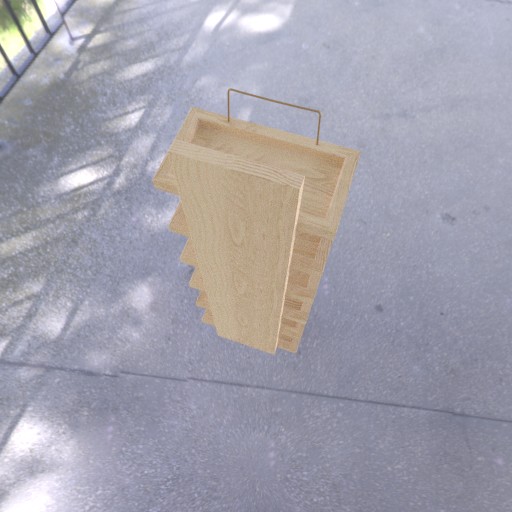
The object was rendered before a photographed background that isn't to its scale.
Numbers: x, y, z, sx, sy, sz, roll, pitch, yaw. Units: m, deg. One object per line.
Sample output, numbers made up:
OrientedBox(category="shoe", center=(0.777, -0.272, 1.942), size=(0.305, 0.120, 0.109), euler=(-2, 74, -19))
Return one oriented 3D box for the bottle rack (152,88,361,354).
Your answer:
OrientedBox(category="bottle rack", center=(0.000, 0.000, 1.088), size=(0.330, 0.943, 0.206), euler=(17, 65, 8))
